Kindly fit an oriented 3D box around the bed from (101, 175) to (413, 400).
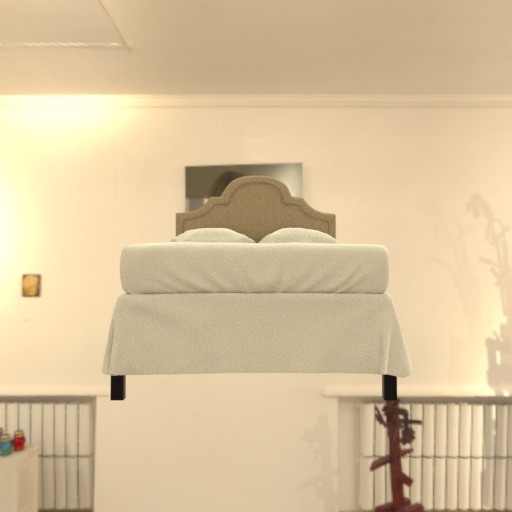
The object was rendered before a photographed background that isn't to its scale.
[{"bbox_3d":[0.000,0.000,3.445,1.780,1.634,2.222,0,-1,0],"label":"bed"}]
